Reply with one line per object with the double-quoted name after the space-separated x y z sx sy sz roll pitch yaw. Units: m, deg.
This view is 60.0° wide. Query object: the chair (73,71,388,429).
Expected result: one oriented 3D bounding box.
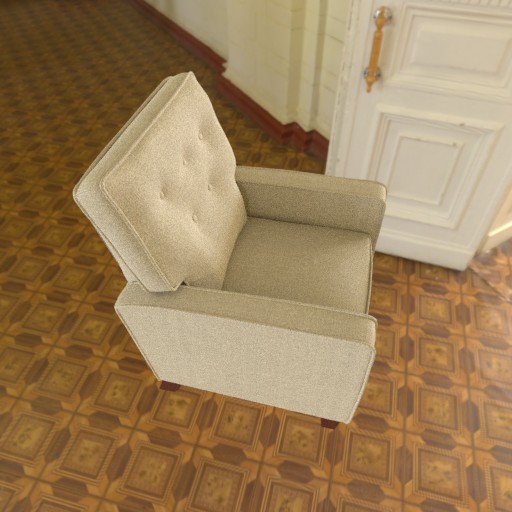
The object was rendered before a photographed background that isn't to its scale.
0.000 0.000 1.379 0.754 0.888 0.648 10 48 10 "chair"
